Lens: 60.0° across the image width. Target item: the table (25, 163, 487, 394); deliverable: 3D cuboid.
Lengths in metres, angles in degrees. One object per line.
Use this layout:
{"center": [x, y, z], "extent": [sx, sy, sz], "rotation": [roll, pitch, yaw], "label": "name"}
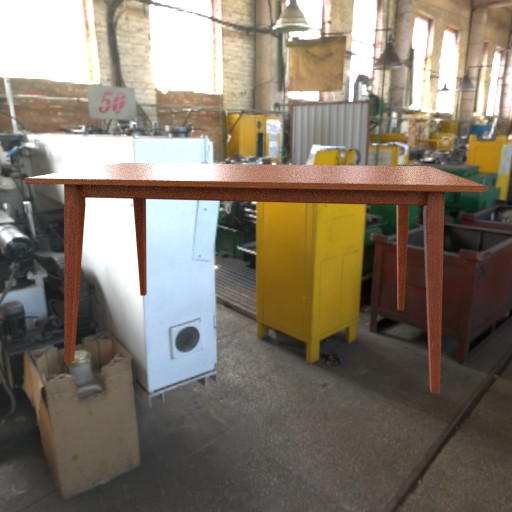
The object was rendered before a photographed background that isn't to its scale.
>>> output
{"center": [0.000, 0.000, 2.007], "extent": [1.609, 0.755, 0.811], "rotation": [2, 16, 8], "label": "table"}
